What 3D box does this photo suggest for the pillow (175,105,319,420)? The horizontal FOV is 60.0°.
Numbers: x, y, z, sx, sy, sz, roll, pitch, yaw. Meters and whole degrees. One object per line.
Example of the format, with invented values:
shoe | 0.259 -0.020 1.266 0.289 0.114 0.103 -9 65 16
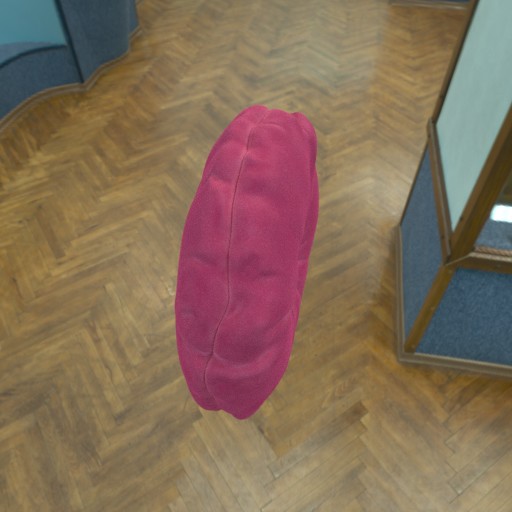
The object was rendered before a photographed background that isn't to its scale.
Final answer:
pillow | 0.000 0.000 0.635 0.148 0.407 0.428 10 48 9
